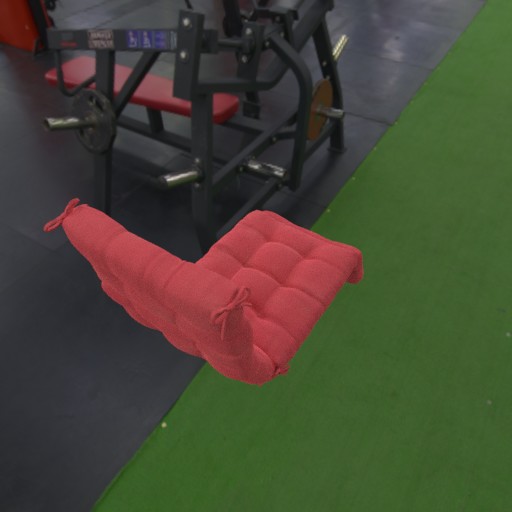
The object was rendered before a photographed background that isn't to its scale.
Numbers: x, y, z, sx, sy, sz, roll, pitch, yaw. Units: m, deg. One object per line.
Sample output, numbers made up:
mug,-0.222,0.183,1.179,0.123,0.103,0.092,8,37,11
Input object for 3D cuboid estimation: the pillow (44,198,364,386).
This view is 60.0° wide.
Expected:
pillow,0.000,0.000,1.488,0.526,0.863,1.016,26,52,23
